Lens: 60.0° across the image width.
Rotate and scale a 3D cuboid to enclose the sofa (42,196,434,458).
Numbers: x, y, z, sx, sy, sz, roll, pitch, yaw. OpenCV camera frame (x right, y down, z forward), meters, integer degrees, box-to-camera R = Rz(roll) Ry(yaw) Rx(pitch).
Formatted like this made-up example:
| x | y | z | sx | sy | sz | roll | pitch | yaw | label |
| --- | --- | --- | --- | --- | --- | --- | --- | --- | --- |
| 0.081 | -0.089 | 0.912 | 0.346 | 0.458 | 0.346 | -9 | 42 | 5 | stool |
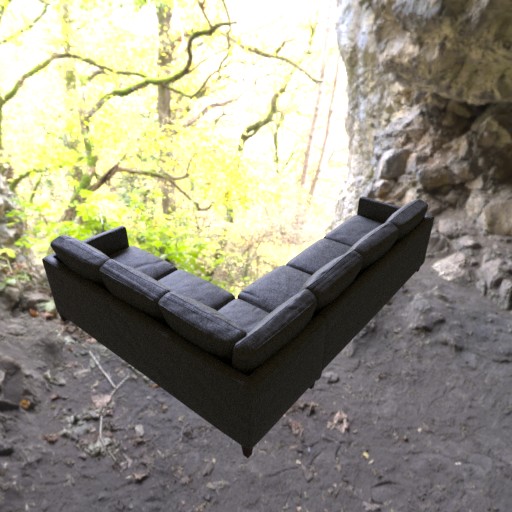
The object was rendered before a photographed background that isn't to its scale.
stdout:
| x | y | z | sx | sy | sz | roll | pitch | yaw | label |
| --- | --- | --- | --- | --- | --- | --- | --- | --- | --- |
| 0.000 | 0.000 | 4.674 | 2.593 | 0.947 | 3.302 | 23 | 38 | 33 | sofa |
